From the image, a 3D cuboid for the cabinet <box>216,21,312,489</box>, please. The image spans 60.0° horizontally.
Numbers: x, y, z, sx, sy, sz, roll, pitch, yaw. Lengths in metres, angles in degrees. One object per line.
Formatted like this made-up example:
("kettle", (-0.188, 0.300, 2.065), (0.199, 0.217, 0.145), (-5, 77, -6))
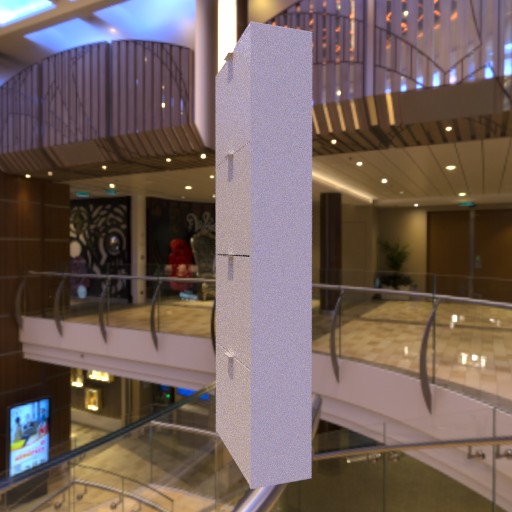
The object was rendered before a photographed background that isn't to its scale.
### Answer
("cabinet", (0.000, 0.000, 1.824), (0.255, 1.630, 0.520), (0, 1, -19))
